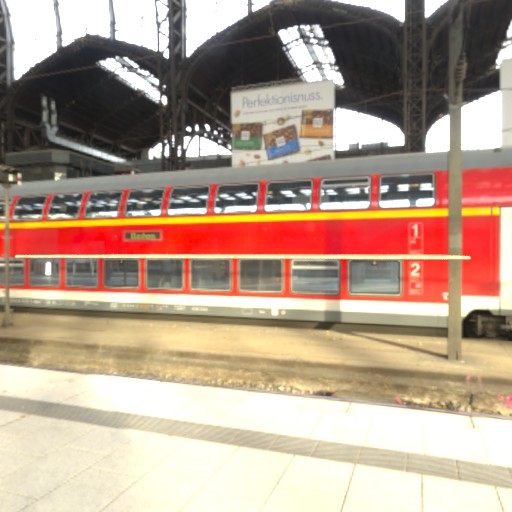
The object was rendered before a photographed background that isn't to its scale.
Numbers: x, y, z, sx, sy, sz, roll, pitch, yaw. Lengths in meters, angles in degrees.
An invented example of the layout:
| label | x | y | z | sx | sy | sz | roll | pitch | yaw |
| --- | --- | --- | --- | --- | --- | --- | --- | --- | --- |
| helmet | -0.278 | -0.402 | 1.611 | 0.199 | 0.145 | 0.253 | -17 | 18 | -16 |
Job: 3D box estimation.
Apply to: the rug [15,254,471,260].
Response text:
| label | x | y | z | sx | sy | sz | roll | pitch | yaw |
| --- | --- | --- | --- | --- | --- | --- | --- | --- | --- |
| rug | 0.000 | 0.000 | 2.794 | 2.290 | 0.014 | 1.526 | 0 | 0 | 18 |
